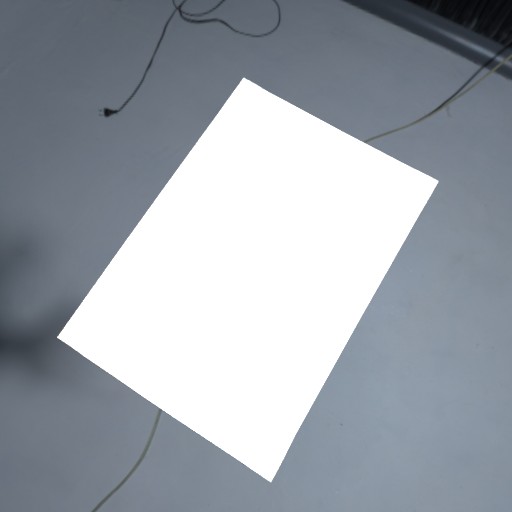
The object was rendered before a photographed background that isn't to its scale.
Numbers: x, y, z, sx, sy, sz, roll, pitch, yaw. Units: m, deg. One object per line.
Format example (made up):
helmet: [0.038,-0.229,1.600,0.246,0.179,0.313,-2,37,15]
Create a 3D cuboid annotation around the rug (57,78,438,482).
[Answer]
rug: [0.000,0.000,3.751,2.032,0.038,2.869,31,78,8]
